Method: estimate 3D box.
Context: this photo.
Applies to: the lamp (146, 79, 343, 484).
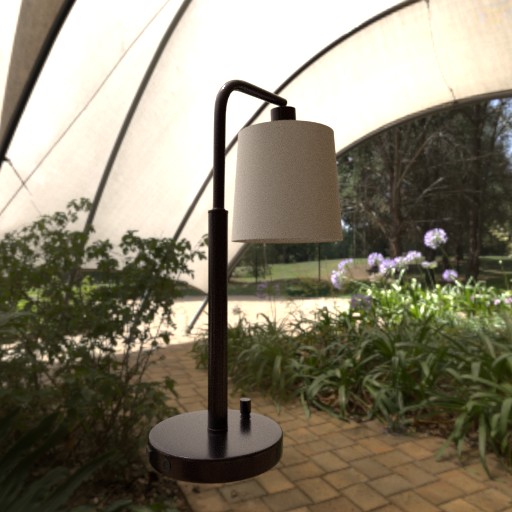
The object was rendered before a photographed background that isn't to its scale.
[{"bbox_3d":[0.000,0.000,0.621,0.171,0.489,0.333,-1,-2,36],"label":"lamp"}]
